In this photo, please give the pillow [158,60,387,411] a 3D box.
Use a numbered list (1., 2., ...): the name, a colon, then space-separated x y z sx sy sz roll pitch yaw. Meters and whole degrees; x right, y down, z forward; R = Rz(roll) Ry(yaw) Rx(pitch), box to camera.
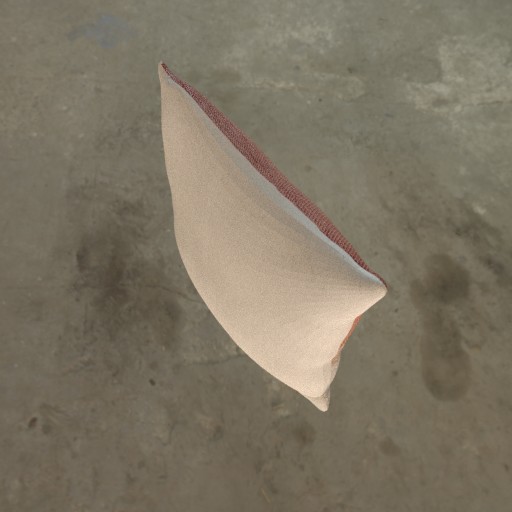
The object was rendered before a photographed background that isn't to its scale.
1. pillow: 0.000 0.000 0.682 0.182 0.441 0.440 -31 64 -18
